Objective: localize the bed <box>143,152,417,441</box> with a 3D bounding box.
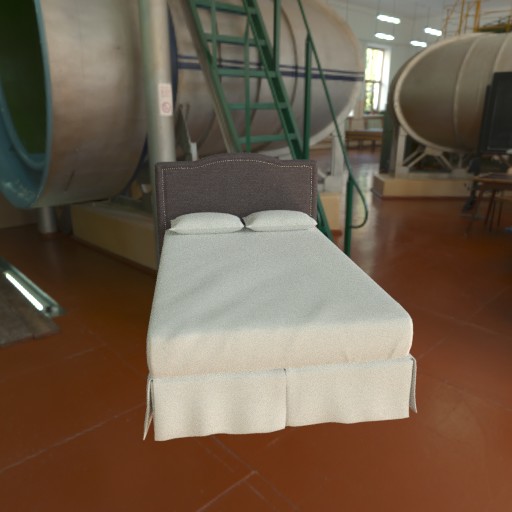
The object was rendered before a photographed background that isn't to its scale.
[{"bbox_3d":[0.000,0.000,3.638,1.741,1.441,2.507,-3,19,-8],"label":"bed"}]
